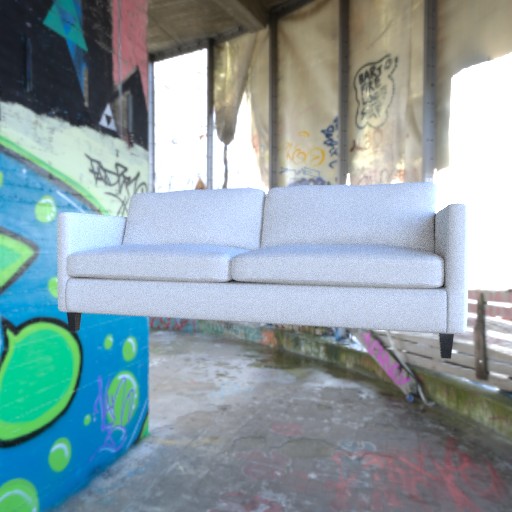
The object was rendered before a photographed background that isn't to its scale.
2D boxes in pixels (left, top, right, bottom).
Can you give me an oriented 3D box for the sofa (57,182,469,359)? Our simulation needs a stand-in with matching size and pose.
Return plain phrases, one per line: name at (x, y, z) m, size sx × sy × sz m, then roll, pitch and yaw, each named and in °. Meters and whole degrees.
sofa at (0.000, 0.000, 2.914) m, size 2.434 × 0.965 × 0.948 m, roll 1°, pitch 2°, yaw 17°
